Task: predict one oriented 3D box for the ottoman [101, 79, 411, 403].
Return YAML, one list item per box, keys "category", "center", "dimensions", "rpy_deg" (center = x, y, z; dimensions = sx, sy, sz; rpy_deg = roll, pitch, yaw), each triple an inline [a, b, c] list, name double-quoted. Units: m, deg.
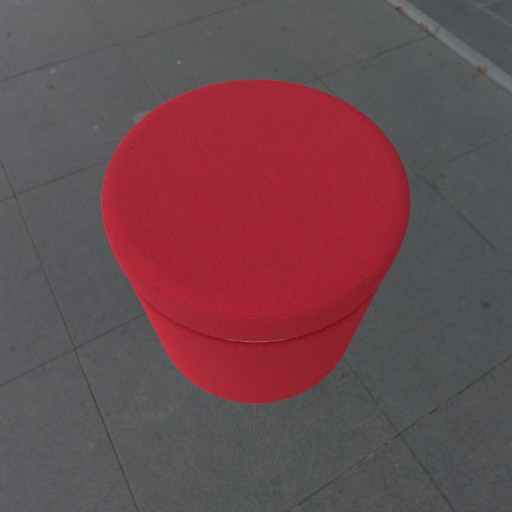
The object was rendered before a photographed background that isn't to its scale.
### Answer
- category: "ottoman"
  center: [0.000, 0.000, 0.738]
  dimensions: [0.400, 0.406, 0.400]
  rpy_deg: [0, 59, 0]
